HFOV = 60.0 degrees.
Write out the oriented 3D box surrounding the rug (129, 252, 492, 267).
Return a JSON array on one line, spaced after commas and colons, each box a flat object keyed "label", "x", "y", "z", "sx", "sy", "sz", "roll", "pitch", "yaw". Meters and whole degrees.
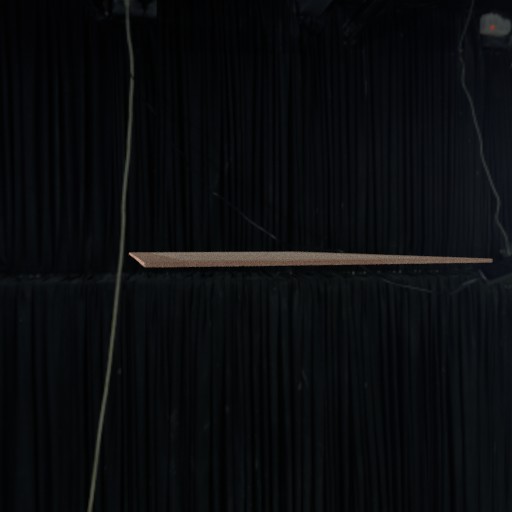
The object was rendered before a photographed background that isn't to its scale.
[{"label": "rug", "x": 0.000, "y": 0.000, "z": 2.288, "sx": 1.219, "sy": 0.014, "sz": 1.829, "roll": 0, "pitch": 1, "yaw": -17}]
